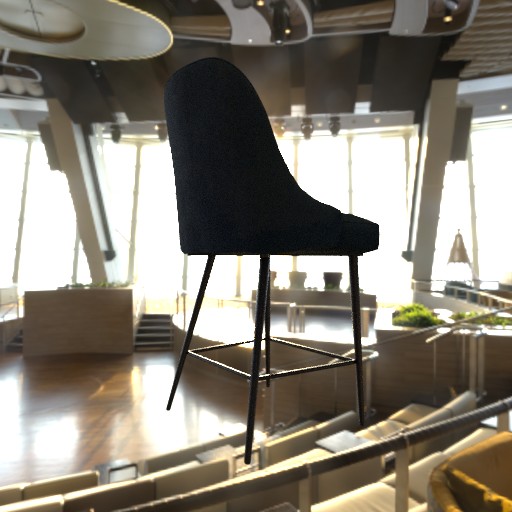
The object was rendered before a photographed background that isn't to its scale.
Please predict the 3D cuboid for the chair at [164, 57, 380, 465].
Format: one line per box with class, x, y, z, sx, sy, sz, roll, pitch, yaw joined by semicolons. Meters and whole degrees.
chair;0.000;0.000;1.254;0.489;0.927;0.526;-1;1;-36
